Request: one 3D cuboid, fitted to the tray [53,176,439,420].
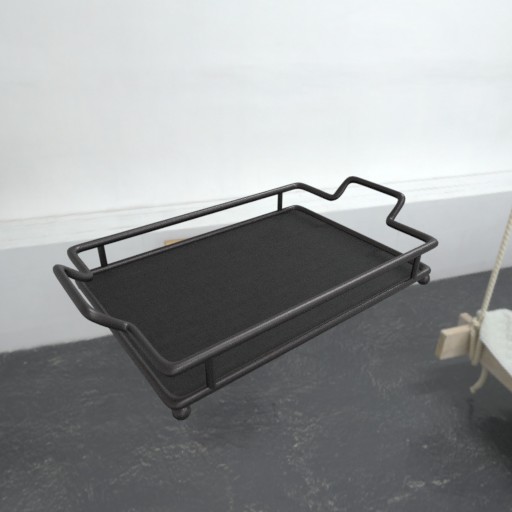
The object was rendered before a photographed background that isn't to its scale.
[{"bbox_3d":[0.000,0.000,0.610,0.495,0.101,0.297,-21,36,-32],"label":"tray"}]
